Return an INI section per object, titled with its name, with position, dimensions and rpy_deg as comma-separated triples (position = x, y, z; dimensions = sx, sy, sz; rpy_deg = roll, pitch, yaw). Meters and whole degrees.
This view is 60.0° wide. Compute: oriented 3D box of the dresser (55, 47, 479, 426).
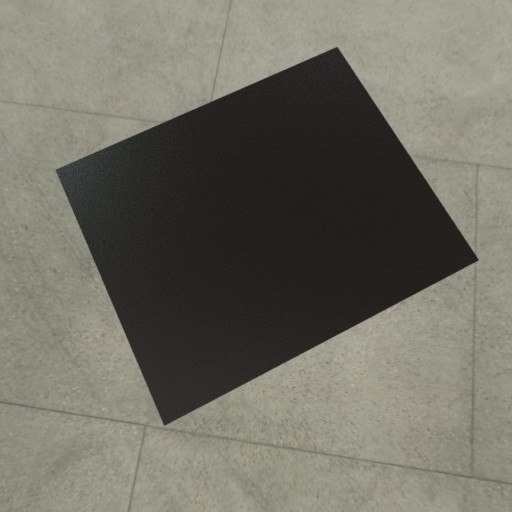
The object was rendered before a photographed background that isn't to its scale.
[dresser]
position = 0.000, 0.000, 0.761
dimensions = 0.400, 0.470, 0.360
rpy_deg = -26, 76, -7
